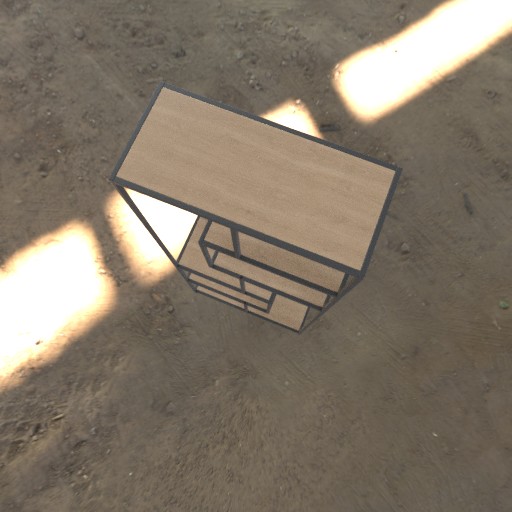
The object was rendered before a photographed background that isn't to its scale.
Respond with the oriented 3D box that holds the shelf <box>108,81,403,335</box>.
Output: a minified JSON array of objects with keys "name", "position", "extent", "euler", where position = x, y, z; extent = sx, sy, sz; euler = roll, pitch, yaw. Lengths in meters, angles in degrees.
[{"name":"shelf","position":[0.000,0.000,2.161],"extent":[0.770,1.850,0.350],"euler":[21,76,6]}]
